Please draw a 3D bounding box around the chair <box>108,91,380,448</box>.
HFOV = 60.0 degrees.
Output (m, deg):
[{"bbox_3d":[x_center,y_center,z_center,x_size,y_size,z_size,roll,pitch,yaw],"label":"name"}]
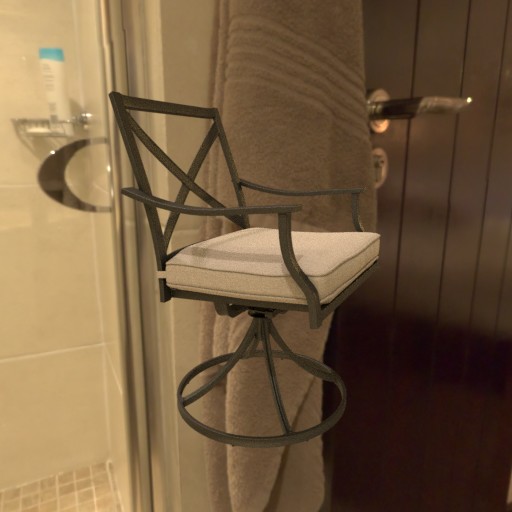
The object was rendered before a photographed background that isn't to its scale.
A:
[{"bbox_3d":[0.000,0.000,1.295,0.620,0.889,0.575,7,15,27],"label":"chair"}]
